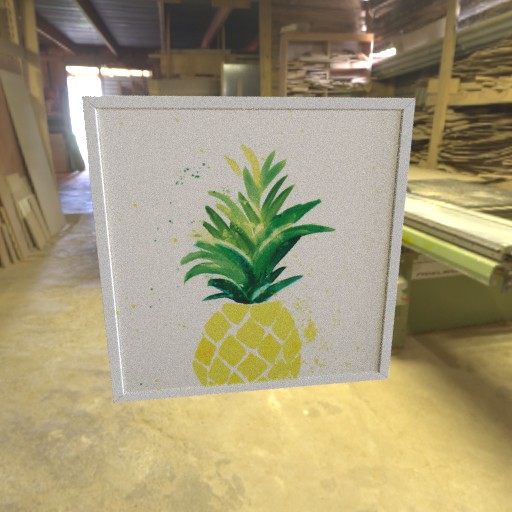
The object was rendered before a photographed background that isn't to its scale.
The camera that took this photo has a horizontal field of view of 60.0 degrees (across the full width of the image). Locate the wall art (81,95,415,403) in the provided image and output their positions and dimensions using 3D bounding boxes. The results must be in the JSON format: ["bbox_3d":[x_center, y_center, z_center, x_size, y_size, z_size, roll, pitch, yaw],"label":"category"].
[{"bbox_3d":[0.000,0.000,1.128,0.763,0.761,0.038,-2,17,-8],"label":"wall art"}]
